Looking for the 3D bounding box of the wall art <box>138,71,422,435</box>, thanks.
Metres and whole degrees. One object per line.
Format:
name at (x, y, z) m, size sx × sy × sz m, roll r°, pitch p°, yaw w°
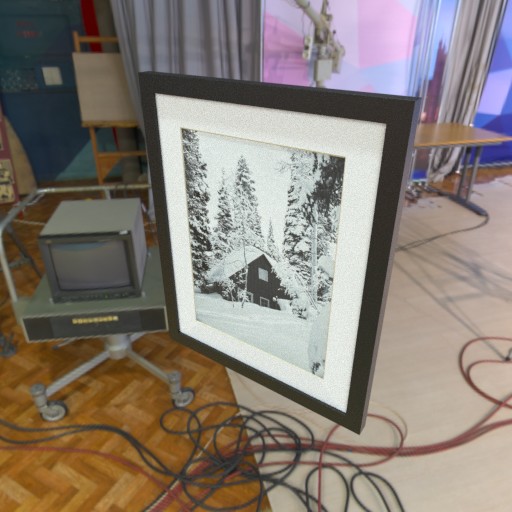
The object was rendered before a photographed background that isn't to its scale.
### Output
wall art at (0.000, 0.000, 0.540) m, size 0.325 × 0.397 × 0.018 m, roll 19°, pitch 34°, yaw 30°
